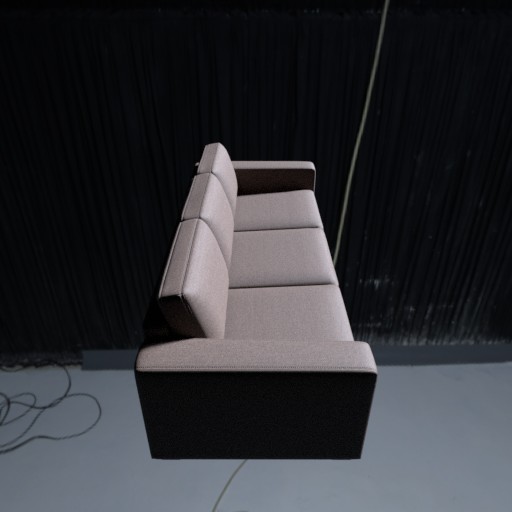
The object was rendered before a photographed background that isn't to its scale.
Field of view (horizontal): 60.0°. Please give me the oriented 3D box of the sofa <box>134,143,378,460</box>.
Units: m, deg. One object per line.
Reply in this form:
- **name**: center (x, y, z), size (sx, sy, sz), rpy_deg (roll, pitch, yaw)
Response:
- **sofa**: center (0.000, 0.000, 2.584), size (0.900, 0.806, 2.160), rpy_deg (0, 32, 0)
